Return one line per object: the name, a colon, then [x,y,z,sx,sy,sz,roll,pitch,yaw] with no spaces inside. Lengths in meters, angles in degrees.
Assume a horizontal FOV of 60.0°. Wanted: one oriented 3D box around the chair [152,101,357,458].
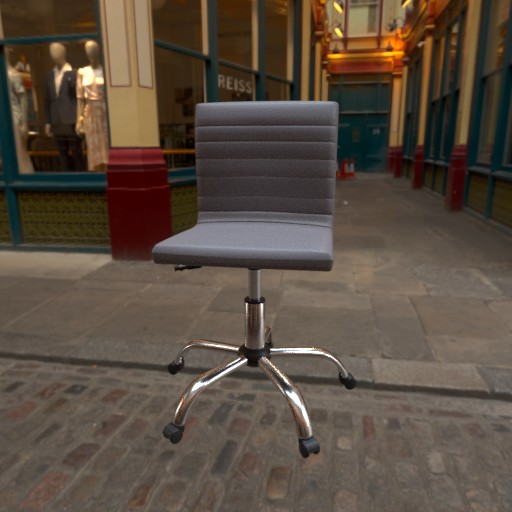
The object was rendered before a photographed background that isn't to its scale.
chair: [0.000,0.000,1.145,0.556,0.780,0.530,2,15,9]
